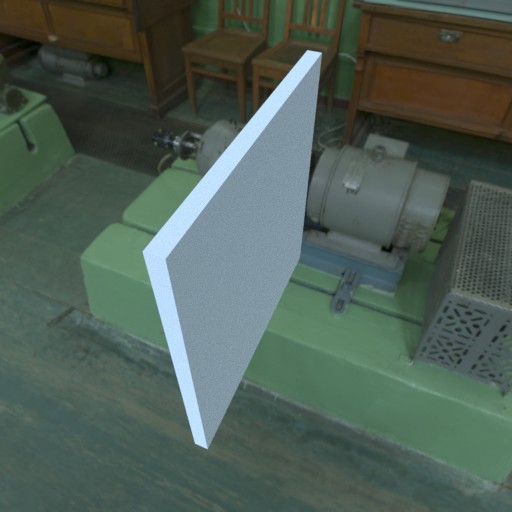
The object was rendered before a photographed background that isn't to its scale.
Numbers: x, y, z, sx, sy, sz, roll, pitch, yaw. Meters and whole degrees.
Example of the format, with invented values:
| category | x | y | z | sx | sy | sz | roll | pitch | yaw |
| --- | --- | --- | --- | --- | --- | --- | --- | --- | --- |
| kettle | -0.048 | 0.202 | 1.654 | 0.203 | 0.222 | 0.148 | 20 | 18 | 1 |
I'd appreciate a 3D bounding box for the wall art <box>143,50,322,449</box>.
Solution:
| category | x | y | z | sx | sy | sz | roll | pitch | yaw |
| --- | --- | --- | --- | --- | --- | --- | --- | --- | --- |
| wall art | 0.000 | 0.000 | 0.851 | 0.028 | 0.559 | 0.559 | 17 | 50 | 15 |
